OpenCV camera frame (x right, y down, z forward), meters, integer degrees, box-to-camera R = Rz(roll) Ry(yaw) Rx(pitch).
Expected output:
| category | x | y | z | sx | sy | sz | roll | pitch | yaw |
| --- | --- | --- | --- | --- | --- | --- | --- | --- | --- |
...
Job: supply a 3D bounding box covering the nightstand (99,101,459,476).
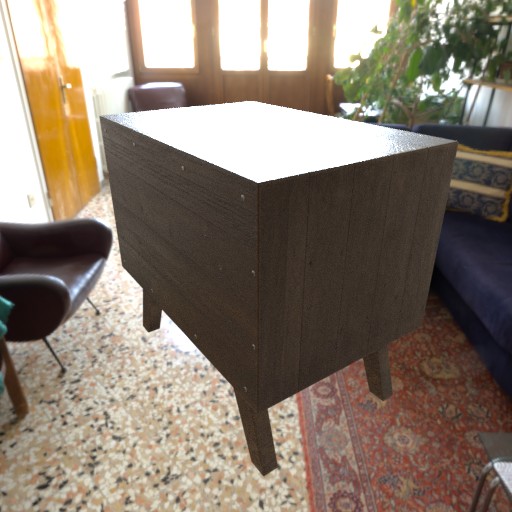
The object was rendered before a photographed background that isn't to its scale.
| category | x | y | z | sx | sy | sz | roll | pitch | yaw |
| --- | --- | --- | --- | --- | --- | --- | --- | --- | --- |
| nightstand | 0.000 | 0.000 | 1.051 | 0.450 | 0.599 | 0.650 | -17 | 31 | -31 |
